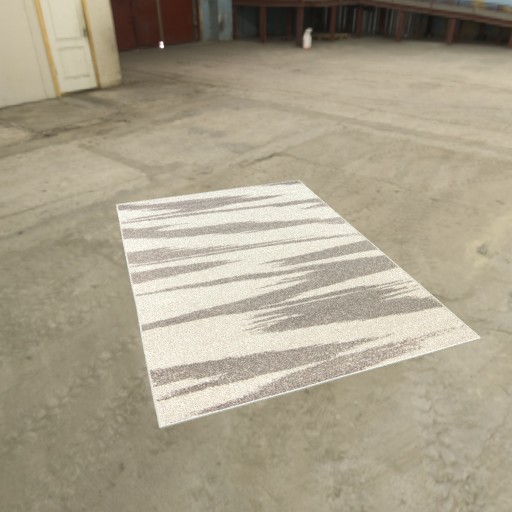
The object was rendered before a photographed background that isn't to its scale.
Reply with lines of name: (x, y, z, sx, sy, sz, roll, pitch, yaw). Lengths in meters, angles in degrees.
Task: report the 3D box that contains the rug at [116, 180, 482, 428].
rug: (0.000, 0.000, 2.752, 1.533, 0.010, 2.142, -10, 33, -16)
